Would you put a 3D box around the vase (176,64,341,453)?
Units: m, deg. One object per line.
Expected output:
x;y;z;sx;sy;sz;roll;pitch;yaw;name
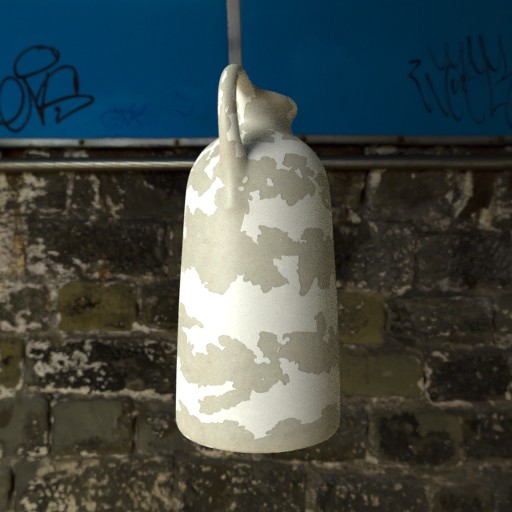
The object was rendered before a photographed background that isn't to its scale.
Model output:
0.000;0.000;0.507;0.186;0.382;0.203;-1;-2;17;vase
